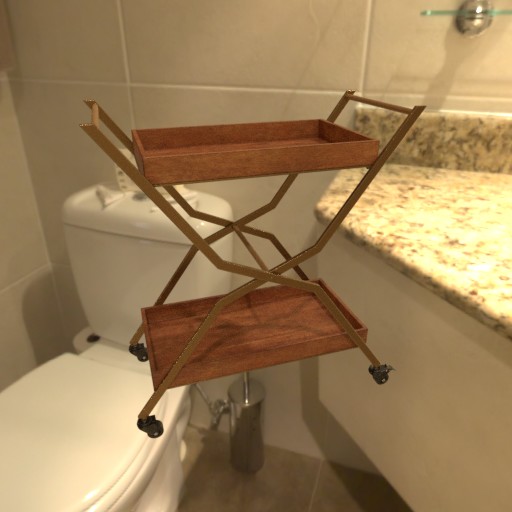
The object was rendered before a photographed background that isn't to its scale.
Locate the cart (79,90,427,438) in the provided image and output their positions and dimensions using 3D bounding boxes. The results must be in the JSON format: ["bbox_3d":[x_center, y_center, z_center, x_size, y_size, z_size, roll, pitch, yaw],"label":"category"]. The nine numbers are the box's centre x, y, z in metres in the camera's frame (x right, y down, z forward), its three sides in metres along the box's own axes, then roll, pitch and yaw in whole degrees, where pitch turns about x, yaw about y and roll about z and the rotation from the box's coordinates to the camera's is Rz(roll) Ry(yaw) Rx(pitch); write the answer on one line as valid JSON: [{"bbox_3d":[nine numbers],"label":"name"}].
[{"bbox_3d":[0.000,0.000,1.319,0.836,0.869,0.405,-8,28,-16],"label":"cart"}]
